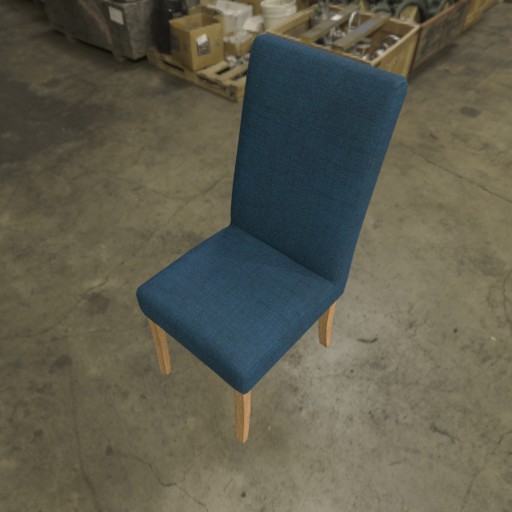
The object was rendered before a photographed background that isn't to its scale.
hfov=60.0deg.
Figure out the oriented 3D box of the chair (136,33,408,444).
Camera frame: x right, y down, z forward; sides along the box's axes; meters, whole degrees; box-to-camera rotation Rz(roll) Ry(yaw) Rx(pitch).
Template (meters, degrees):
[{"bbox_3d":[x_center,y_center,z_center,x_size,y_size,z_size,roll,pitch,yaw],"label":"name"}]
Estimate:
[{"bbox_3d":[0.000,0.000,1.331,0.450,1.029,0.610,32,54,27],"label":"chair"}]
